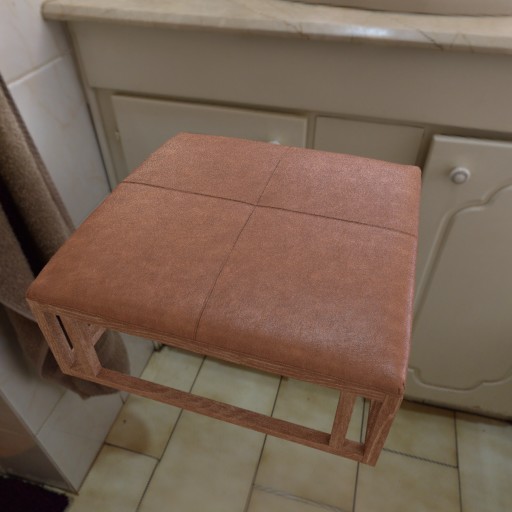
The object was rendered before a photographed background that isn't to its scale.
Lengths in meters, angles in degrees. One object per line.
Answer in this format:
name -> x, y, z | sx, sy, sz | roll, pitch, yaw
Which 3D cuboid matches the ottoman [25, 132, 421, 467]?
ottoman -> 0.000, 0.000, 1.552 | 1.016, 0.442, 1.013 | 12, 43, 13
